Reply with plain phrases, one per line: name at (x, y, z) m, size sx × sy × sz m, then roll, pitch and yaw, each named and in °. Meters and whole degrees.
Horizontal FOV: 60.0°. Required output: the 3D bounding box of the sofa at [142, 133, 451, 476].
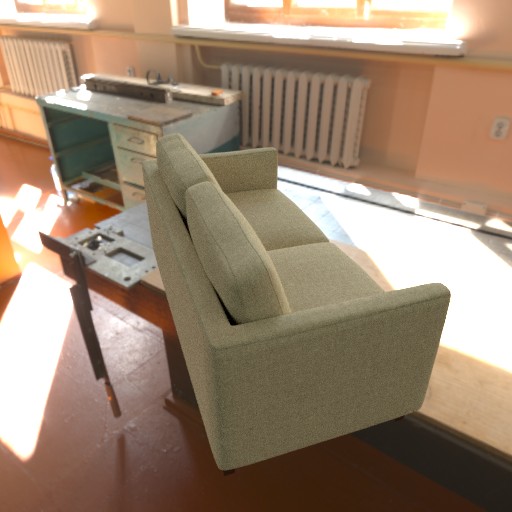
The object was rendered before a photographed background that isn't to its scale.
sofa at (0.000, 0.000, 2.378) m, size 0.950 × 0.963 × 1.884 m, roll -10°, pitch 32°, yaw -16°
